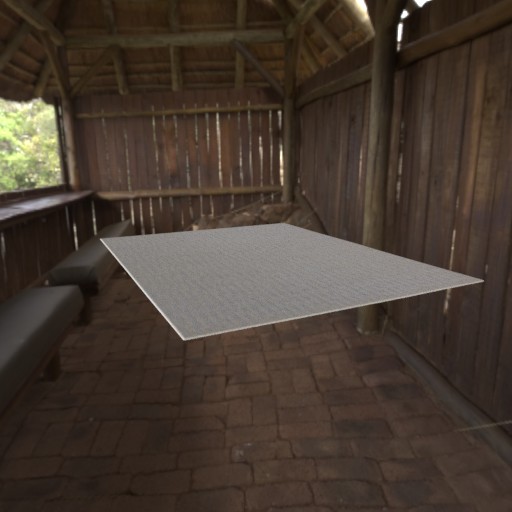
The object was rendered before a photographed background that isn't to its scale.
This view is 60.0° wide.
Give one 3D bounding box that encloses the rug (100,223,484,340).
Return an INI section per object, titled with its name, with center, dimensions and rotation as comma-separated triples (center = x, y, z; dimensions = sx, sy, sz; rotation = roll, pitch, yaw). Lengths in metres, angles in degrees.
[rug]
center = 0.000, 0.000, 4.218
dimensions = 2.410, 0.021, 3.055
rotation = -7, 15, -26
